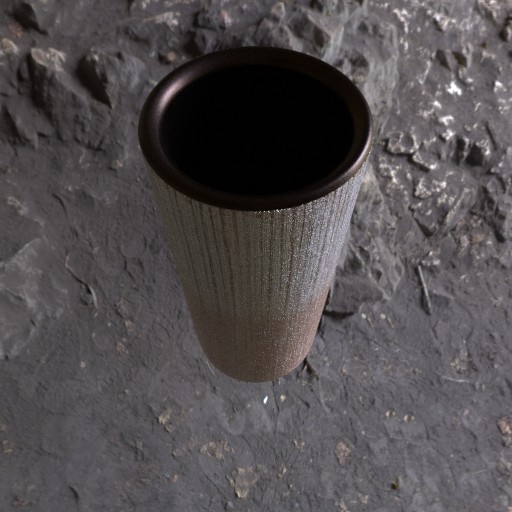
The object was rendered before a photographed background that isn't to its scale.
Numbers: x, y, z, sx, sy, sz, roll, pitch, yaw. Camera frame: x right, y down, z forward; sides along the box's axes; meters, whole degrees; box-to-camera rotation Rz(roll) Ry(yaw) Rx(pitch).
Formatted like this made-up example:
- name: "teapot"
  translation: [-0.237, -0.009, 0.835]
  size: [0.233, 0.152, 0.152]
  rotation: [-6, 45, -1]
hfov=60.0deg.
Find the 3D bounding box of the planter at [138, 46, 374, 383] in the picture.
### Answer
- name: "planter"
  translation: [0.000, 0.000, 0.283]
  size: [0.100, 0.227, 0.100]
  rotation: [31, 63, 18]
